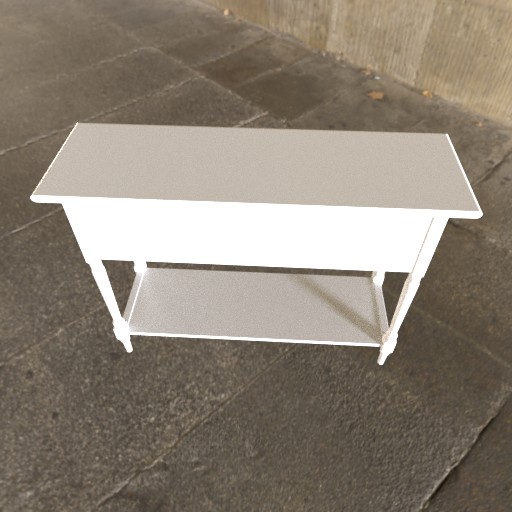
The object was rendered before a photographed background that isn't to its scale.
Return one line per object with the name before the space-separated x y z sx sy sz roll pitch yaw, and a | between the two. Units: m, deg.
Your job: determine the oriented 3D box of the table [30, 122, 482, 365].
table | 0.000 0.000 1.590 1.197 0.808 0.384 2 47 2
